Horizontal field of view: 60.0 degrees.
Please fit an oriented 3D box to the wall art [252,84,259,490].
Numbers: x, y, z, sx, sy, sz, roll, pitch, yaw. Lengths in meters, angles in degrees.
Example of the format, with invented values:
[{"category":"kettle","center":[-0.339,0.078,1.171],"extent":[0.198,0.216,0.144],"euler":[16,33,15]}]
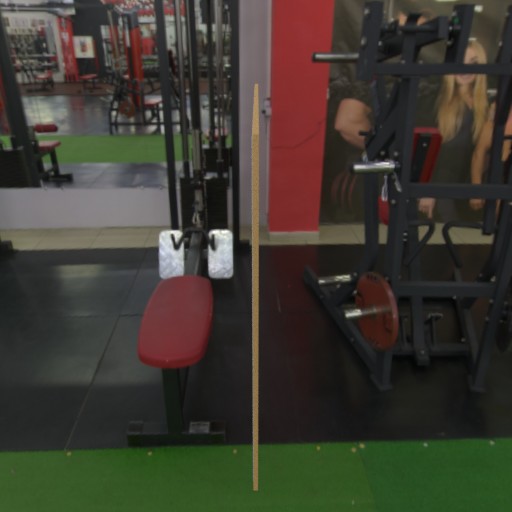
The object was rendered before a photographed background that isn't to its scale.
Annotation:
[{"category":"wall art","center":[0.000,0.000,1.435],"extent":[0.013,0.959,0.962],"euler":[0,26,0]}]
